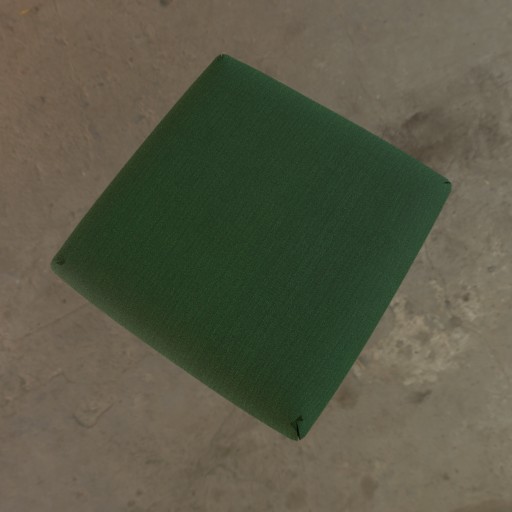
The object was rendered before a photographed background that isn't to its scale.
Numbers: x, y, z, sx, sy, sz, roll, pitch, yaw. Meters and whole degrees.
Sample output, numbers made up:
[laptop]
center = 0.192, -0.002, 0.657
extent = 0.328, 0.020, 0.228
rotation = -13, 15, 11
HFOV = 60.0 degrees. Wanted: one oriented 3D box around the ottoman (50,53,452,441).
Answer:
[ottoman]
center = 0.000, 0.000, 0.911
extent = 0.497, 0.475, 0.507
rotation = 33, 77, 9
